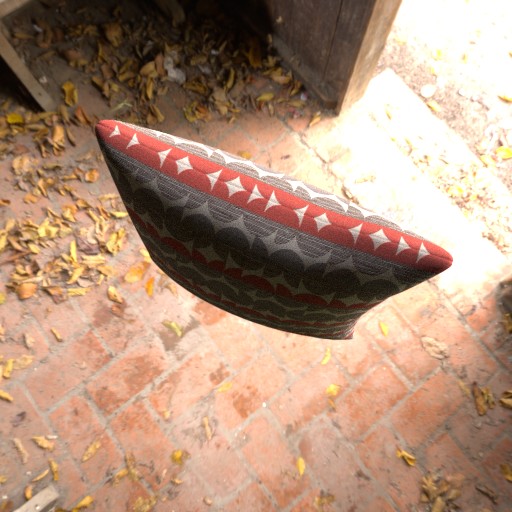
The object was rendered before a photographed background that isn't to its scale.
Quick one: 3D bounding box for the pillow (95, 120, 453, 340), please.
[{"bbox_3d":[0.000,0.000,0.660,0.420,0.410,0.180,22,78,5],"label":"pillow"}]
